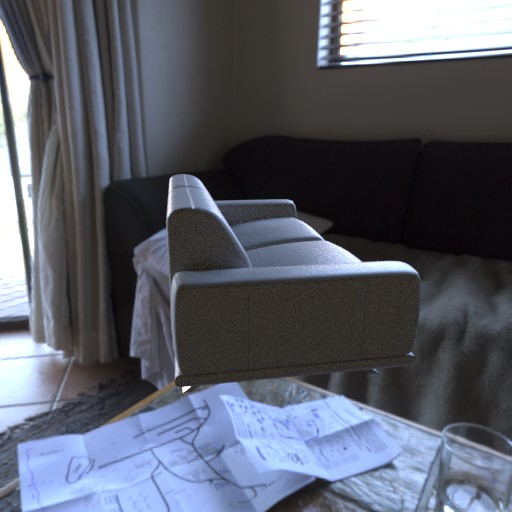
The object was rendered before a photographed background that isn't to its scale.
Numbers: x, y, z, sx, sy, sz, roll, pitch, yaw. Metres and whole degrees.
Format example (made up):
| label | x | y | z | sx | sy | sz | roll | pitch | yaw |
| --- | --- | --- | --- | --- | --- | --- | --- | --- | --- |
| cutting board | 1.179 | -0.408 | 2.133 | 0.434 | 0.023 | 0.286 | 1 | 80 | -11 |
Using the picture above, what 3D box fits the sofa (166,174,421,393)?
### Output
| label | x | y | z | sx | sy | sz | roll | pitch | yaw |
| --- | --- | --- | --- | --- | --- | --- | --- | --- | --- |
| sofa | 0.000 | 0.000 | 2.401 | 0.900 | 0.772 | 1.901 | -3 | 15 | -10 |
